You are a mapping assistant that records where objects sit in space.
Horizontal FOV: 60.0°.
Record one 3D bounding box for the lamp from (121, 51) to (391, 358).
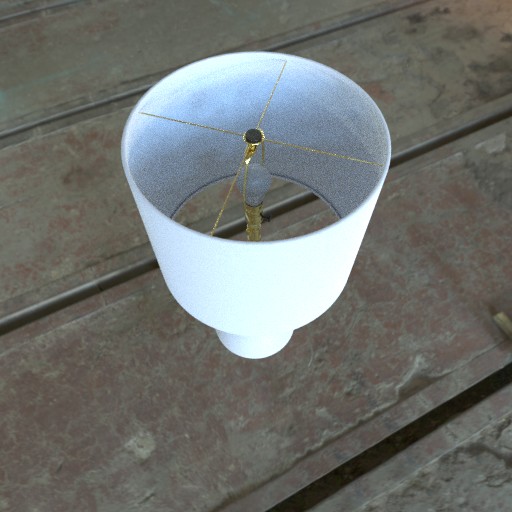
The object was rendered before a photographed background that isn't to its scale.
[{"bbox_3d":[0.000,0.000,0.726,0.301,0.533,0.301,15,60,9],"label":"lamp"}]
